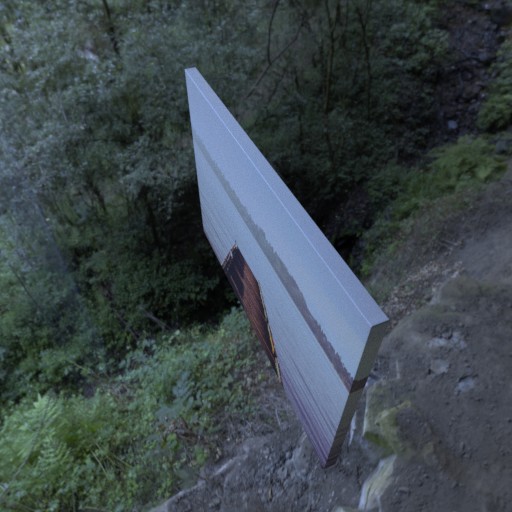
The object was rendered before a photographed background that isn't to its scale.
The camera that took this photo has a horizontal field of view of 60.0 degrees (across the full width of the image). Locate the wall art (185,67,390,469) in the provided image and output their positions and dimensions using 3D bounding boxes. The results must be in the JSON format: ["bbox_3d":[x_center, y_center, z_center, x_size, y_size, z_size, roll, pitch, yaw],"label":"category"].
[{"bbox_3d":[0.000,0.000,1.441,0.040,0.765,1.149,-17,49,-16],"label":"wall art"}]
